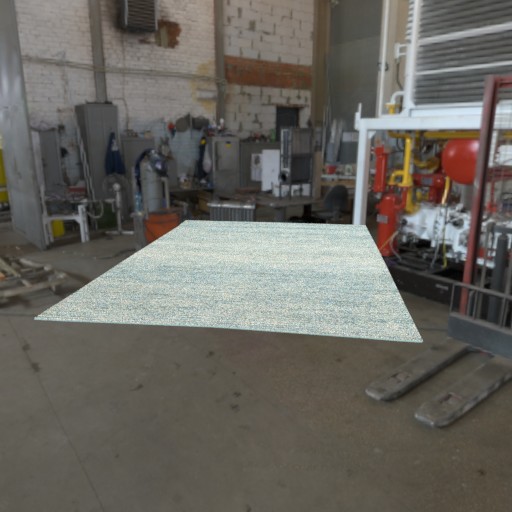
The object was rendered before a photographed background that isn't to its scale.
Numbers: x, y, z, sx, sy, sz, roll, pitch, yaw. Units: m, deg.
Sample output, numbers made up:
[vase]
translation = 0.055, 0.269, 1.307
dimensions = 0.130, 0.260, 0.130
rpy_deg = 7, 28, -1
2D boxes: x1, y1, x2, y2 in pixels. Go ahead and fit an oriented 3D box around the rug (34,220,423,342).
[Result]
[rug]
translation = 0.000, 0.000, 2.870
dimensions = 1.611, 0.026, 2.260
rpy_deg = 2, 16, 8
